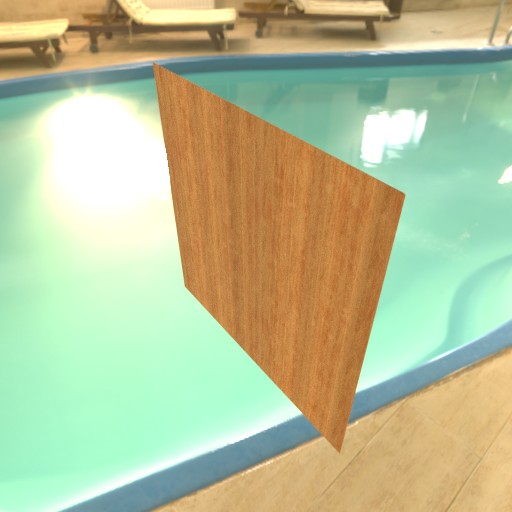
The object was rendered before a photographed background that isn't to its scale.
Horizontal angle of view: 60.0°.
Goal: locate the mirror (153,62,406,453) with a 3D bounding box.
[{"bbox_3d":[0.000,0.000,0.950,0.047,0.651,0.651,-26,47,-28],"label":"mirror"}]
